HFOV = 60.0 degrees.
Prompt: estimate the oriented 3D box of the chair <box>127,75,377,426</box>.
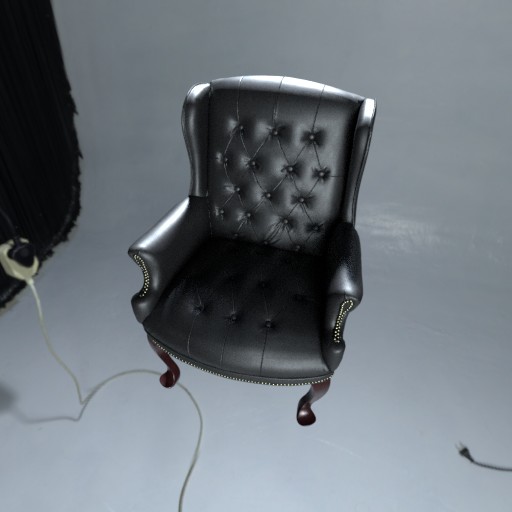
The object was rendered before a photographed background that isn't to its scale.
[{"bbox_3d":[0.000,0.000,1.712,0.831,1.133,0.822,11,43,12],"label":"chair"}]
